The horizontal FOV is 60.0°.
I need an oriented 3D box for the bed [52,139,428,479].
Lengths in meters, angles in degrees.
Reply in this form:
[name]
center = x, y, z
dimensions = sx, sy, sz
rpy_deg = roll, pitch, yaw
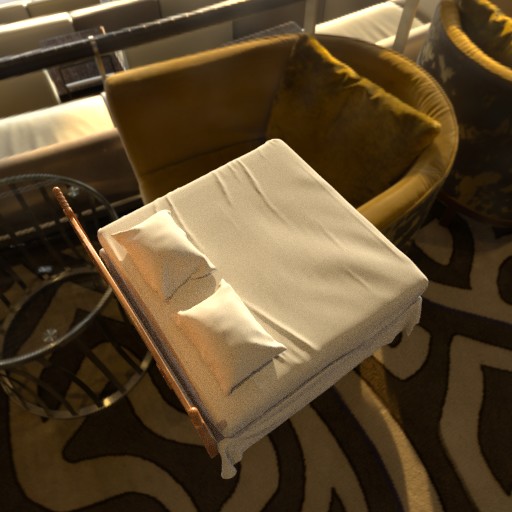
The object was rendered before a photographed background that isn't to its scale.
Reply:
[bed]
center = 0.000, 0.000, 3.607
dimensions = 2.219, 1.355, 2.322
rpy_deg = -31, 63, -18
